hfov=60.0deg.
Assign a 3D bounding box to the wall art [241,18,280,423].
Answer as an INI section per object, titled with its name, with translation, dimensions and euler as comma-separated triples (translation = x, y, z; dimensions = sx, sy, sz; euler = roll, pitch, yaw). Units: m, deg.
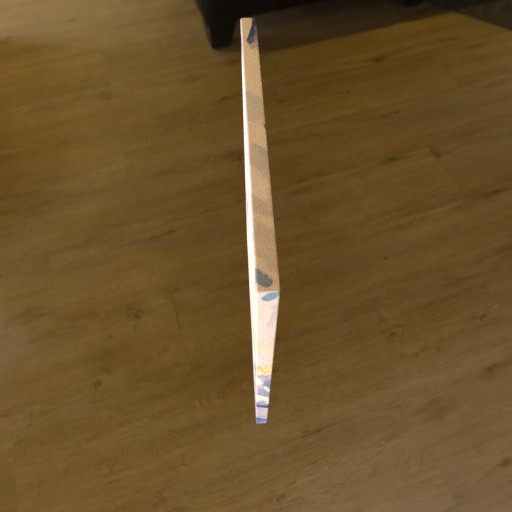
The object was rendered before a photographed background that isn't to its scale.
[wall art]
translation = 0.000, 0.000, 1.328
dimensions = 0.038, 1.015, 0.761
euler = -2, 58, -2
